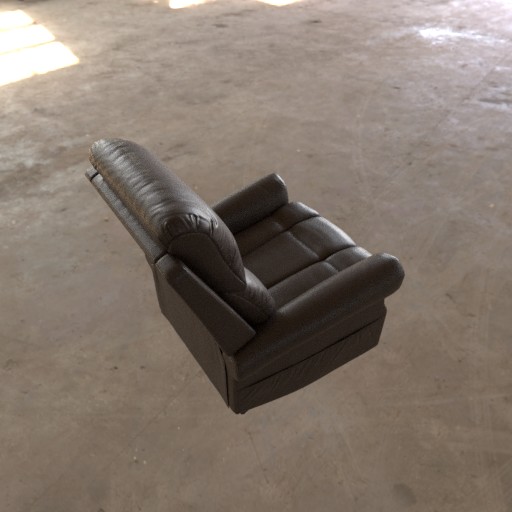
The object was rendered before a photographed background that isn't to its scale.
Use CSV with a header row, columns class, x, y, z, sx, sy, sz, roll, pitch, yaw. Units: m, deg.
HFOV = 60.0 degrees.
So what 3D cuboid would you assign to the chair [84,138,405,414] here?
class,x,y,z,sx,sy,sz,roll,pitch,yaw
chair,0.000,0.000,1.757,0.978,1.028,0.869,-24,45,-26
